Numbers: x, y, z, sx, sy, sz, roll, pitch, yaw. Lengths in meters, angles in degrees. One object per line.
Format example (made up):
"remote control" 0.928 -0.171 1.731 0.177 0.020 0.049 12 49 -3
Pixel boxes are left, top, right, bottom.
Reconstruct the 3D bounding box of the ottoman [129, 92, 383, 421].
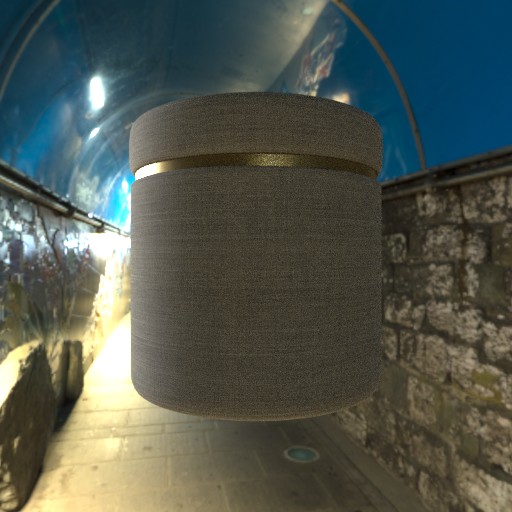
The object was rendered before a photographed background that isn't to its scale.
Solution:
"ottoman" 0.000 0.000 0.727 0.400 0.406 0.400 0 0 0
